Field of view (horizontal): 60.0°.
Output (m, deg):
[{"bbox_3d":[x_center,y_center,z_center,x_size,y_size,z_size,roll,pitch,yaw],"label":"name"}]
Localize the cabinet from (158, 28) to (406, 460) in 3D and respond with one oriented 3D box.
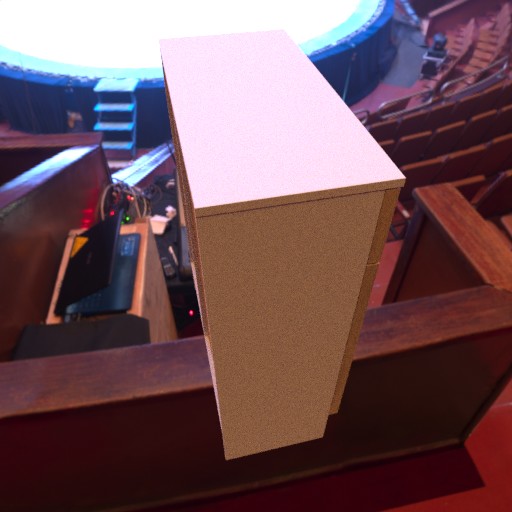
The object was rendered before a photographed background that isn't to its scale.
[{"bbox_3d":[0.000,0.000,1.065,0.296,0.815,0.600,-9,46,-9],"label":"cabinet"}]
